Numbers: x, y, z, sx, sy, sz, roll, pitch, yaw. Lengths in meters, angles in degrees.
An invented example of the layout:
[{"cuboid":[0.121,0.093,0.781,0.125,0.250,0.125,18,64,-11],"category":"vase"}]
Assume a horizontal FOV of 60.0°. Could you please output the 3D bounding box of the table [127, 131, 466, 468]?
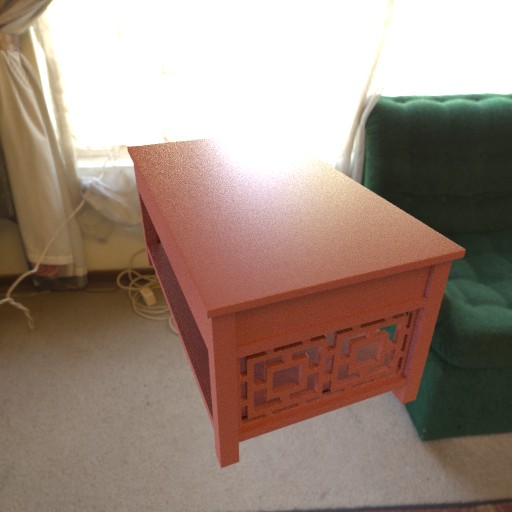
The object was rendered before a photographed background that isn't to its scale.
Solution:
[{"cuboid":[0.000,0.000,1.448,0.612,0.493,1.068,-11,32,-18],"category":"table"}]
